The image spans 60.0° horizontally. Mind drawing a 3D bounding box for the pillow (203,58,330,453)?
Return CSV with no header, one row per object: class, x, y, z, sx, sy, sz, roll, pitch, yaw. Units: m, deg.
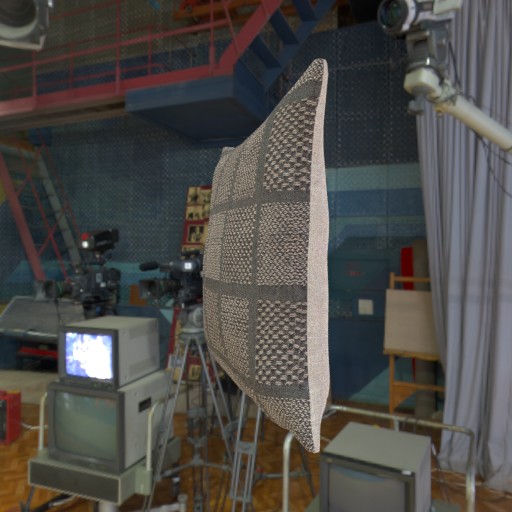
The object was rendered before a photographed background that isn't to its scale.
pillow,0.000,0.000,0.682,0.138,0.432,0.435,0,0,-18
